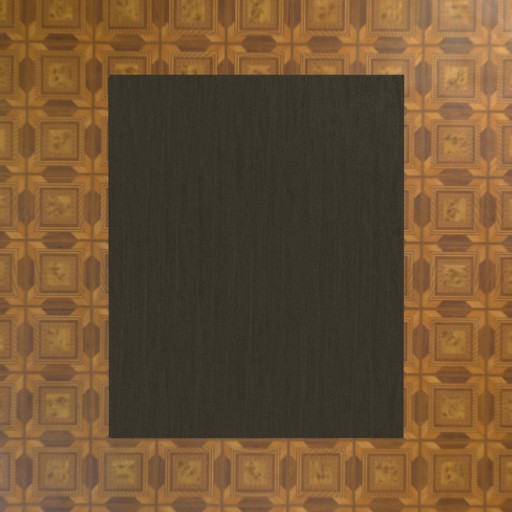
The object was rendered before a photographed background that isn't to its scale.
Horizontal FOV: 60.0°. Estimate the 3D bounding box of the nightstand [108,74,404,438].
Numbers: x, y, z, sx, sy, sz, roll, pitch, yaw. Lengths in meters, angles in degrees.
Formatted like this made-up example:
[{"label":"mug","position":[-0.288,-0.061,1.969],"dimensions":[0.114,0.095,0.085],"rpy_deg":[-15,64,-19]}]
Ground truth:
[{"label":"nightstand","position":[0.000,0.000,0.743],"dimensions":[0.347,0.448,0.427],"rpy_deg":[0,90,0]}]
